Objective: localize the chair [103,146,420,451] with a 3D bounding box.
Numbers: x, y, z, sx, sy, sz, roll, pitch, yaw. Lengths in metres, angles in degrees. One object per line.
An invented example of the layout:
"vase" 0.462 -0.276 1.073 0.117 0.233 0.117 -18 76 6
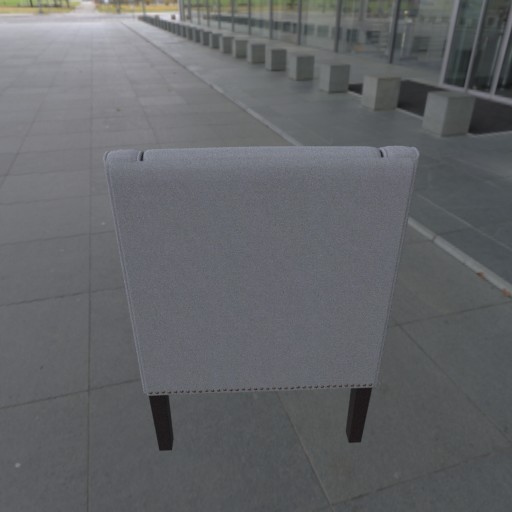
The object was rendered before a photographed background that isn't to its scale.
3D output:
"chair" 0.000 0.000 1.376 0.631 0.867 0.747 -1 30 -2
